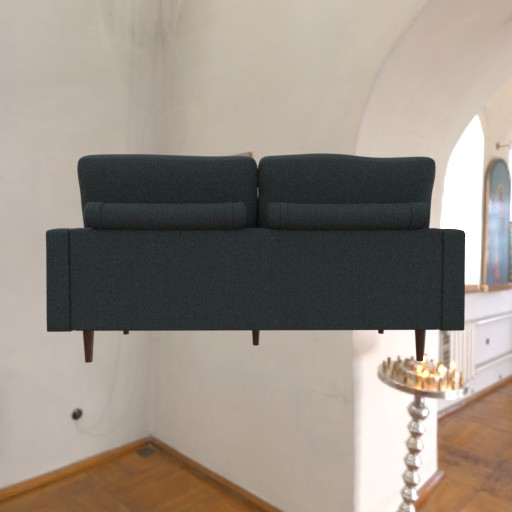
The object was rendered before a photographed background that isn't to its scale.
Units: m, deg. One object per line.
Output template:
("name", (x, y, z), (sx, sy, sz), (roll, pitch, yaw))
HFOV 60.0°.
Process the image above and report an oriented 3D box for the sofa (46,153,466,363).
("sofa", (0.000, 0.000, 2.555), (2.010, 1.050, 0.966), (0, 2, -1))
